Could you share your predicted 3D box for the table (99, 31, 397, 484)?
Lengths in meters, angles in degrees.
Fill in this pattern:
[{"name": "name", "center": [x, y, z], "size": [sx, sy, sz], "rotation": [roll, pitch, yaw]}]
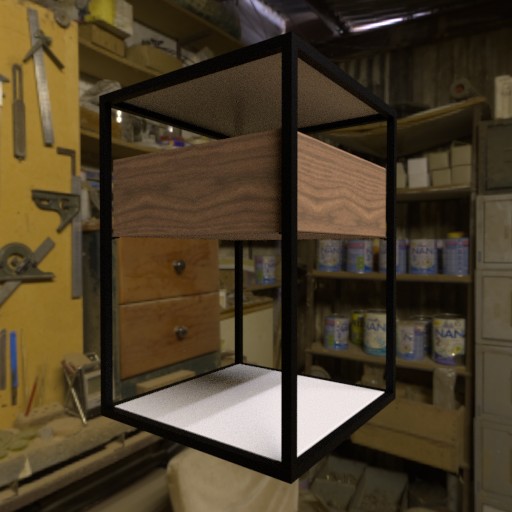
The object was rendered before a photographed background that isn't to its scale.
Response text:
[{"name": "table", "center": [0.000, 0.000, 0.791], "size": [0.378, 0.540, 0.378], "rotation": [1, 1, 36]}]
